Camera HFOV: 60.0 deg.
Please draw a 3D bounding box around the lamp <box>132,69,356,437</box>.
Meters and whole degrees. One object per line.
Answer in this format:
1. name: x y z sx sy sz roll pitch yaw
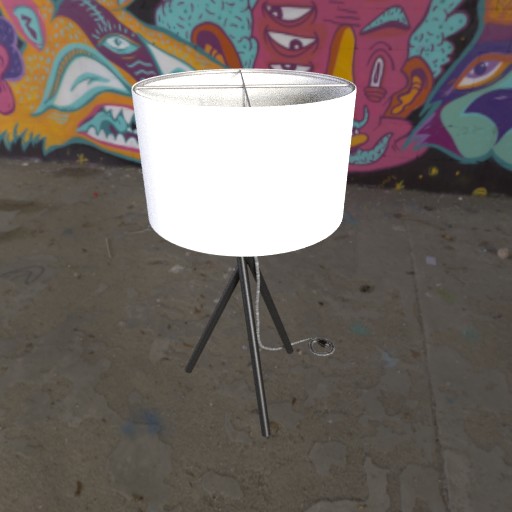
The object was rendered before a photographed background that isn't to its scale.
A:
1. lamp: 0.000 0.000 0.907 0.353 0.674 0.422 18 35 28
